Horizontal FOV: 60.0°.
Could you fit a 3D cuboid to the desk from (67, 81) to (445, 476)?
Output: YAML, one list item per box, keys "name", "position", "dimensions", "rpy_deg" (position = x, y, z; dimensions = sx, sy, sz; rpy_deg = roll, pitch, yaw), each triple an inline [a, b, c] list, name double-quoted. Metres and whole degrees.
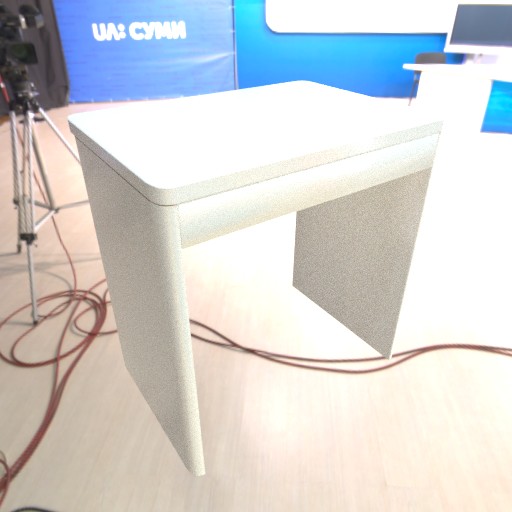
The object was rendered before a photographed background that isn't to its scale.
- name: "desk"
  position: [0.000, 0.000, 1.285]
  dimensions: [0.762, 0.800, 0.549]
  rpy_deg: [-20, 38, -29]
